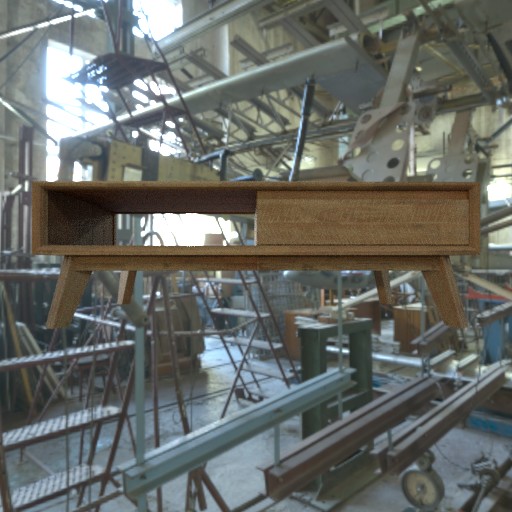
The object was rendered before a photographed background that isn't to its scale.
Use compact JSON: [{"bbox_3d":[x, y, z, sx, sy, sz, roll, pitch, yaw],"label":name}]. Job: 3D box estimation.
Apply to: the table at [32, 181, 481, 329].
[{"bbox_3d":[0.000,0.000,2.051,1.619,0.531,0.918,0,-1,-1],"label":"table"}]
